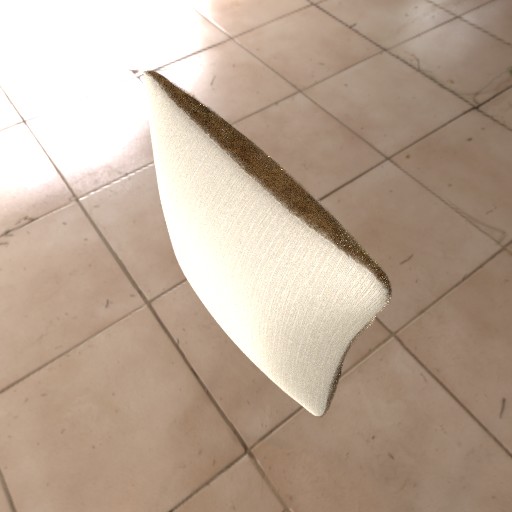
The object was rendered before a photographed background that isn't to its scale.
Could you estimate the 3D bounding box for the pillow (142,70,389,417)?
[{"bbox_3d":[0.000,0.000,0.821,0.216,0.525,0.538,-33,62,-20],"label":"pillow"}]
